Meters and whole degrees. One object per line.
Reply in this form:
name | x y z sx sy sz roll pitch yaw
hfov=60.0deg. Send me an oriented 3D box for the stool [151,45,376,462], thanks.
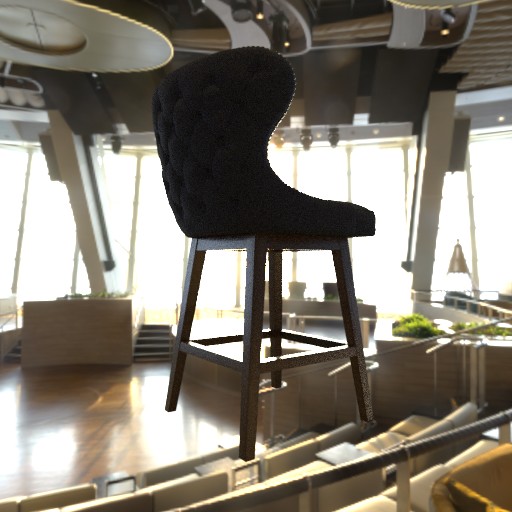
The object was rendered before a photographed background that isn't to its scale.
stool | 0.000 0.000 1.337 0.597 0.972 0.615 0 -1 -36
